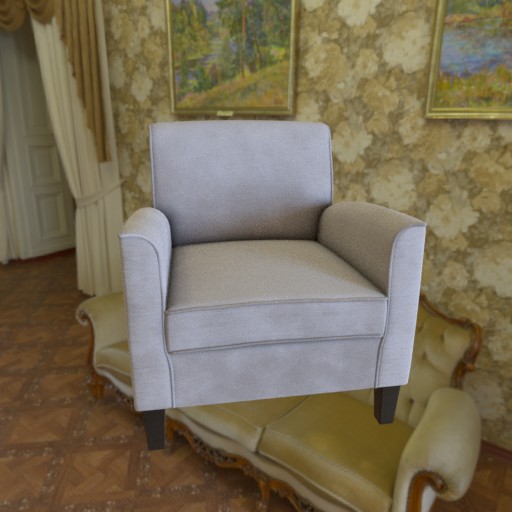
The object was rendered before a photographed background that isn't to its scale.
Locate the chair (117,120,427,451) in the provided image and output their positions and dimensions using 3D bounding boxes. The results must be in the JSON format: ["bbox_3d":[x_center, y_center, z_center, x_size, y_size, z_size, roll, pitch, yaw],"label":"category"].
[{"bbox_3d":[0.000,0.000,1.554,0.820,0.915,0.821,-3,17,-9],"label":"chair"}]
